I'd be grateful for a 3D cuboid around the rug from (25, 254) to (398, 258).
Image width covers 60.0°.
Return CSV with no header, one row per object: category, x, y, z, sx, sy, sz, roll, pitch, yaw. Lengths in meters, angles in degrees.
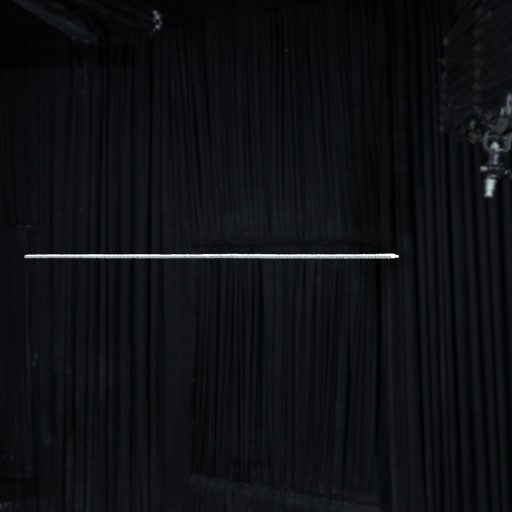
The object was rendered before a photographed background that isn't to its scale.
rug,0.000,0.000,0.904,0.548,0.006,0.639,0,0,18
